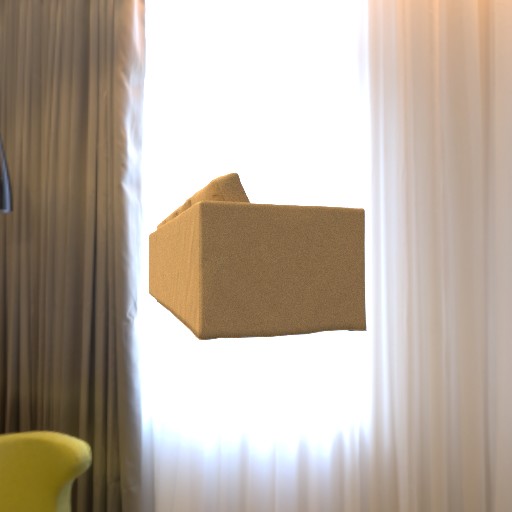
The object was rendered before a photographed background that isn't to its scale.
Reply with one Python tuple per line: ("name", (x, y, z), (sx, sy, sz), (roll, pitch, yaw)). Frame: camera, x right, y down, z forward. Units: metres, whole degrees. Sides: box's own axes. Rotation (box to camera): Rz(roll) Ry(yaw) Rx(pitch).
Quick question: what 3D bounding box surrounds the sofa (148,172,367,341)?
("sofa", (0.000, 0.000, 3.904), (1.622, 0.871, 3.206), (0, -1, -18))
